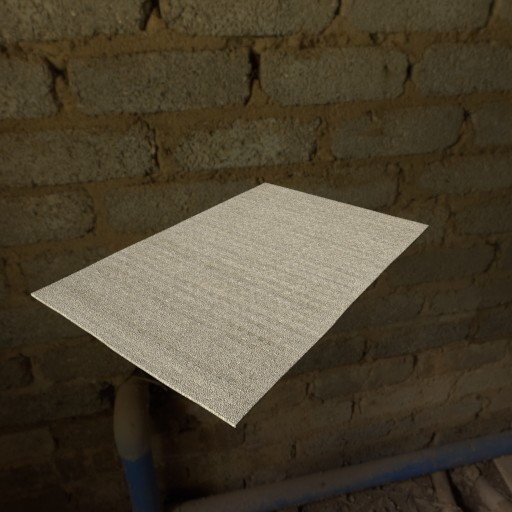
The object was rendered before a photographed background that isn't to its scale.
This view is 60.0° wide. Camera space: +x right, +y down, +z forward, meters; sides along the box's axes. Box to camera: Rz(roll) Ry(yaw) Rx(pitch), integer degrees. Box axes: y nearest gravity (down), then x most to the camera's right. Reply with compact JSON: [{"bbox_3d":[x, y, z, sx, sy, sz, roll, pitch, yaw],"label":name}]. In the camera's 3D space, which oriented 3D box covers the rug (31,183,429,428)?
[{"bbox_3d":[0.000,0.000,2.944,1.532,0.018,2.297,21,35,32],"label":"rug"}]
